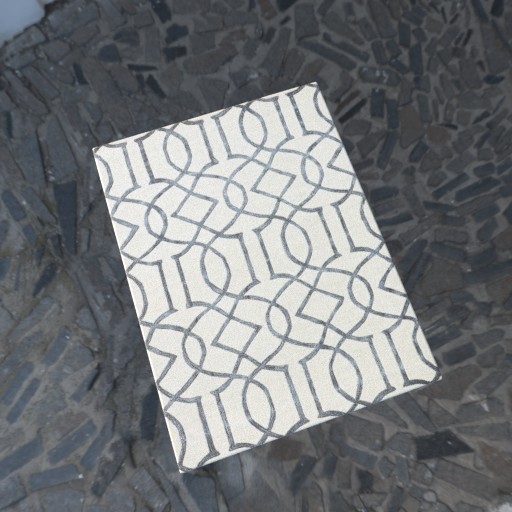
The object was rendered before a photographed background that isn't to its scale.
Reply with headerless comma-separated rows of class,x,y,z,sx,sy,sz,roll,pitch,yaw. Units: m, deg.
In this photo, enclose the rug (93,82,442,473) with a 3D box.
rug,0.000,0.000,3.841,2.211,0.021,2.910,-18,76,-5
